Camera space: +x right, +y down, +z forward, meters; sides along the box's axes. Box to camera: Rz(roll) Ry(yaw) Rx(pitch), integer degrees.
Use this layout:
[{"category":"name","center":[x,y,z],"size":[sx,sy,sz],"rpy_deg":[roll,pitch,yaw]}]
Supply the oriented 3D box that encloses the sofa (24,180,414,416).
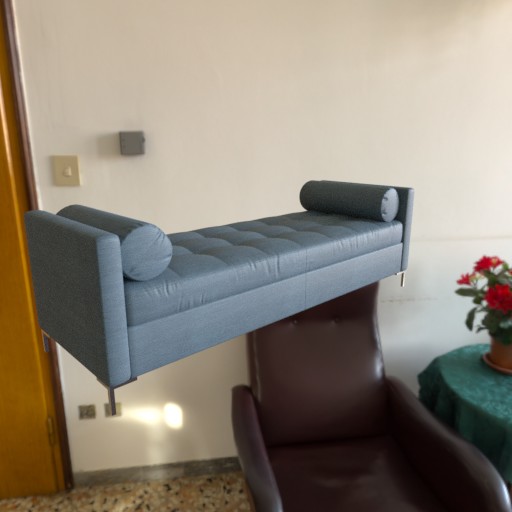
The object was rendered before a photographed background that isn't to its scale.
[{"category":"sofa","center":[0.000,0.000,2.302],"size":[1.981,0.635,0.686],"rpy_deg":[-14,20,-42]}]
